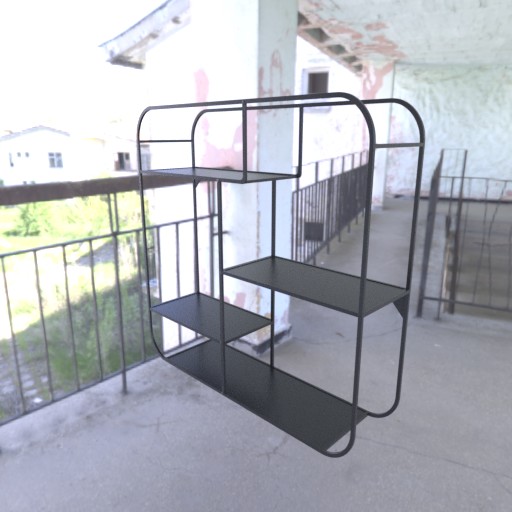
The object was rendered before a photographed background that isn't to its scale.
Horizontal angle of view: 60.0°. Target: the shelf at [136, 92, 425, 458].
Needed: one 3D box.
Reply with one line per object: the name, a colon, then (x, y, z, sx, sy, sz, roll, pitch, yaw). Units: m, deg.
shelf: (0.000, 0.000, 0.917, 0.600, 0.600, 0.160, 14, 21, 42)
